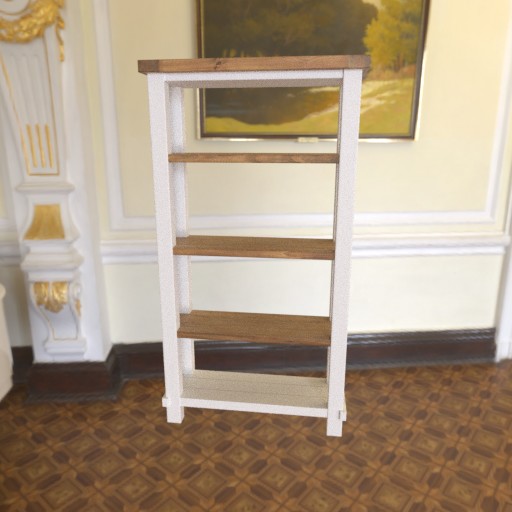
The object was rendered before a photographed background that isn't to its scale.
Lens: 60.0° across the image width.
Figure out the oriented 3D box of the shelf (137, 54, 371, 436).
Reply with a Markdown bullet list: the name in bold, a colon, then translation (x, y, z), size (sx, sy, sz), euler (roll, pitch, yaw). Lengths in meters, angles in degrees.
- **shelf**: translation (0.000, 0.000, 2.339), size (1.022, 1.878, 0.381), euler (2, 15, 7)
